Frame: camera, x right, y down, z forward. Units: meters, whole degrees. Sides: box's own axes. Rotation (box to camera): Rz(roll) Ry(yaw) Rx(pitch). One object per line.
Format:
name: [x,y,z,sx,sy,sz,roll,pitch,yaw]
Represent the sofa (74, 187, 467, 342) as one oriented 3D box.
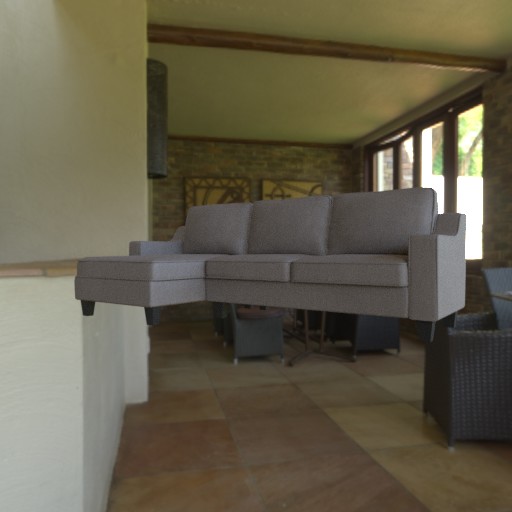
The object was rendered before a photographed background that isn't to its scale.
sofa: [0.000,0.000,3.197,2.561,0.928,1.294,0,1,36]
